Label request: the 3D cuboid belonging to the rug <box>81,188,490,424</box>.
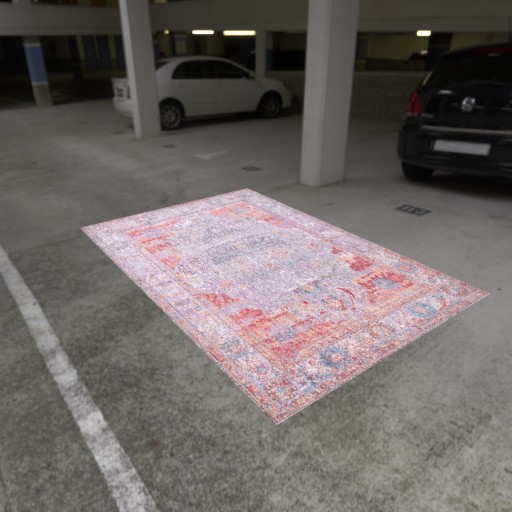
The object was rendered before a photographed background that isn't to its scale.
[{"bbox_3d":[0.000,0.000,2.290,1.219,0.005,1.829,-19,33,-32],"label":"rug"}]
